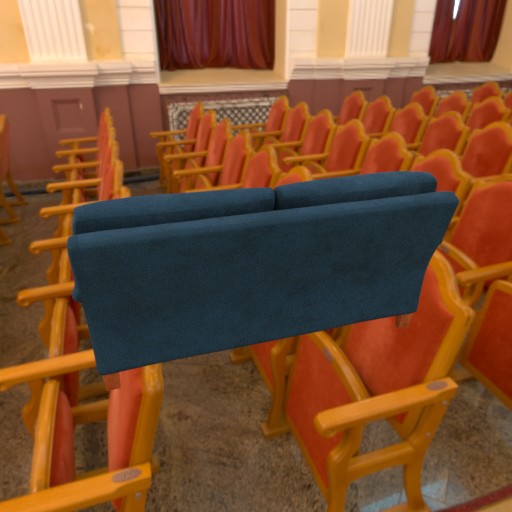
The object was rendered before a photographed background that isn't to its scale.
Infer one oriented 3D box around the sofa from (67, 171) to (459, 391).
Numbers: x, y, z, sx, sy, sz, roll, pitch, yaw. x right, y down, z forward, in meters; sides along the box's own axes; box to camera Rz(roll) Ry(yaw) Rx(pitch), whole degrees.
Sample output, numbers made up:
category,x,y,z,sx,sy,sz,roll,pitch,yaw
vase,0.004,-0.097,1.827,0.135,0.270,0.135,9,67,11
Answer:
category,x,y,z,sx,sy,sz,roll,pitch,yaw
sofa,0.000,0.000,2.832,2.141,1.101,1.084,-8,28,-16
